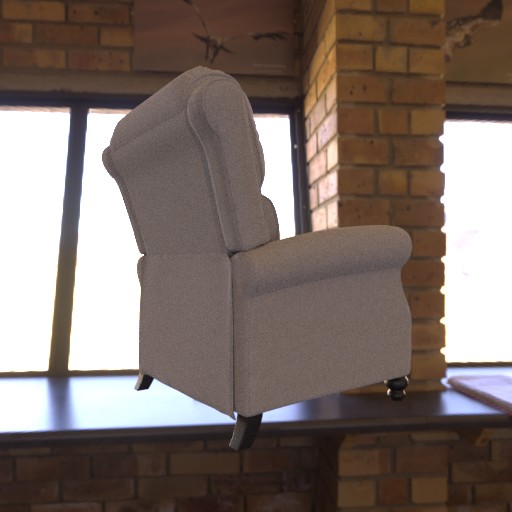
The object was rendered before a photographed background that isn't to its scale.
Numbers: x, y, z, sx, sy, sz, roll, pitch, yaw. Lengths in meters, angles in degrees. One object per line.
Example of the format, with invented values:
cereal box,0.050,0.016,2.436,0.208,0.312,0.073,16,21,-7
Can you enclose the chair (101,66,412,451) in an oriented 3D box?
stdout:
chair,0.000,0.000,1.664,0.919,1.046,0.859,1,-1,-37
